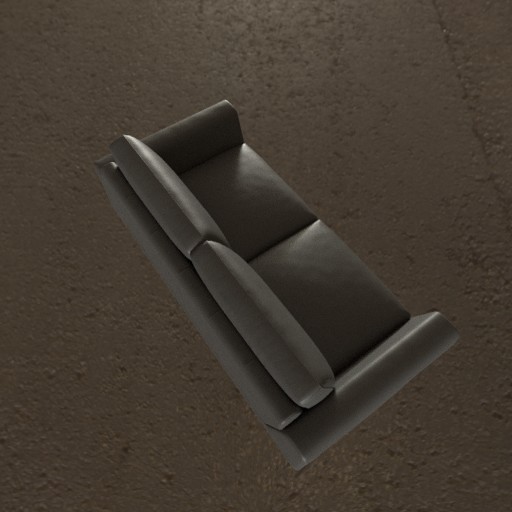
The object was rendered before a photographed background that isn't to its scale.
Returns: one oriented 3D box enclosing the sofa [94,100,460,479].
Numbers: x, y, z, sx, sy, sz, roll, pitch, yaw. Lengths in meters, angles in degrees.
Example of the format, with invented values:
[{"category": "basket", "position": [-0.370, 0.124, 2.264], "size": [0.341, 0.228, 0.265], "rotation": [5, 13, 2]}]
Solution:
[{"category": "sofa", "position": [0.000, 0.000, 2.489], "size": [0.953, 0.875, 2.017], "rotation": [-32, 64, -17]}]
